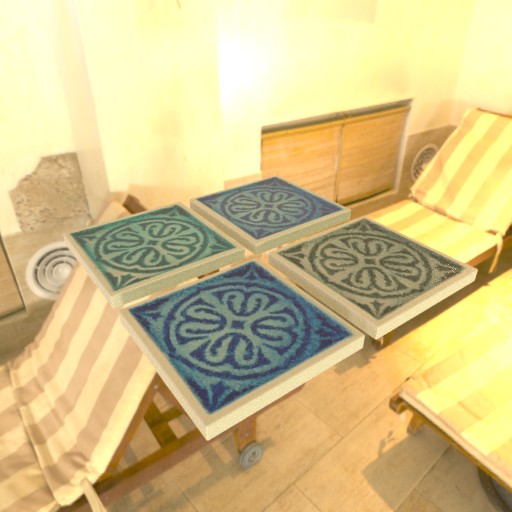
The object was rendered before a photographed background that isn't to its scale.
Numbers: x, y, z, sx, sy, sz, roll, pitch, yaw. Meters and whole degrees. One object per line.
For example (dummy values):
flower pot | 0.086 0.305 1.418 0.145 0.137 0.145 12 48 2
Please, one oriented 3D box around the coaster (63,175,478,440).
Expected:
coaster | 0.000 0.000 0.325 0.214 0.010 0.219 -21 37 -30
